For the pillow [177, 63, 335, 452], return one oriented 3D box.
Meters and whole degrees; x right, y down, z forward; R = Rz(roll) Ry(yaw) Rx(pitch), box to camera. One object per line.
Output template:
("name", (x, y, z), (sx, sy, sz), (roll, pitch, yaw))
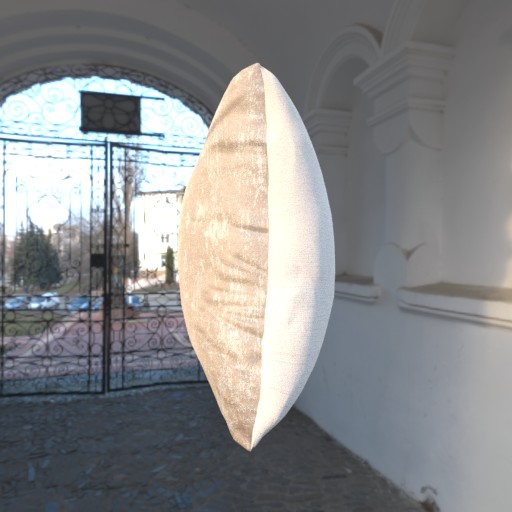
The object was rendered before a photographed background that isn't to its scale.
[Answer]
("pillow", (0.000, 0.000, 0.726), (0.245, 0.448, 0.450), (0, 0, -1))
